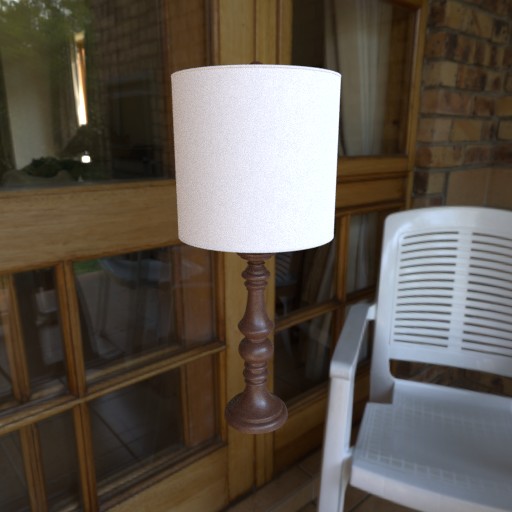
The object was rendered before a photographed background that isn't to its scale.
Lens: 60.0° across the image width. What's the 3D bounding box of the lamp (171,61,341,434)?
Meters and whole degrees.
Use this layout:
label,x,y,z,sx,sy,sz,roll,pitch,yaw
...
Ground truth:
label,x,y,z,sx,sy,sz,roll,pitch,yaw
lamp,0.000,0.000,0.734,0.250,0.597,0.250,14,20,42
